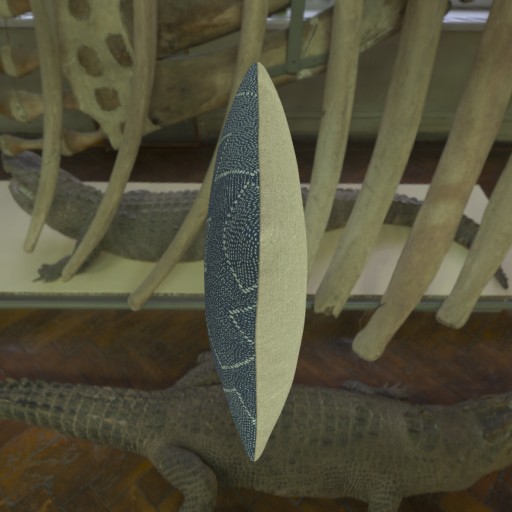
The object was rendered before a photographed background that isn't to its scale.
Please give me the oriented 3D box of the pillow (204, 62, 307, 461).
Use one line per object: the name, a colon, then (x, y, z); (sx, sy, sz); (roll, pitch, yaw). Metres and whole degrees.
pillow: (0.000, 0.000, 0.672); (0.148, 0.428, 0.435); (0, 42, 0)
